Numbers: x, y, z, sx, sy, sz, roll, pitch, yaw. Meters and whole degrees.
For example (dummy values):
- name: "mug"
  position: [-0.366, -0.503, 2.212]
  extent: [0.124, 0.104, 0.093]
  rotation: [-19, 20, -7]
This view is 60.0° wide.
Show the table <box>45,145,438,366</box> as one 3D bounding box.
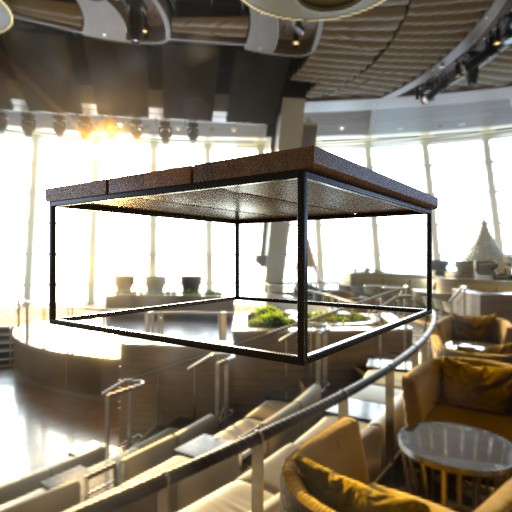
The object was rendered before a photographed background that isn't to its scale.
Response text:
- name: "table"
  position: [0.000, 0.000, 1.424]
  extent: [0.900, 0.400, 0.900]
  rotation: [0, 0, 36]
